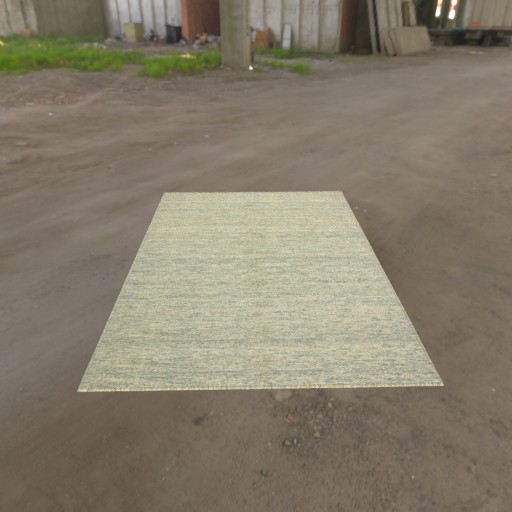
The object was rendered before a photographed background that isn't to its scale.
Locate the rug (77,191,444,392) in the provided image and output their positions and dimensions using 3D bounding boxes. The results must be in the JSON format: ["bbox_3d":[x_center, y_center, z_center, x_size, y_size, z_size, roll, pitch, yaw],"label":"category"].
[{"bbox_3d":[0.000,0.000,2.313,1.250,0.015,1.850,-1,29,-1],"label":"rug"}]
